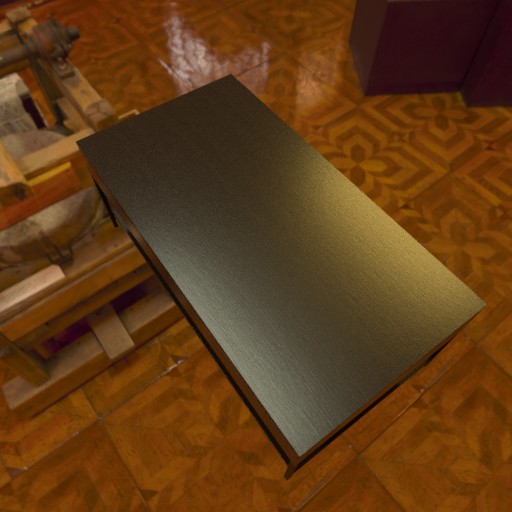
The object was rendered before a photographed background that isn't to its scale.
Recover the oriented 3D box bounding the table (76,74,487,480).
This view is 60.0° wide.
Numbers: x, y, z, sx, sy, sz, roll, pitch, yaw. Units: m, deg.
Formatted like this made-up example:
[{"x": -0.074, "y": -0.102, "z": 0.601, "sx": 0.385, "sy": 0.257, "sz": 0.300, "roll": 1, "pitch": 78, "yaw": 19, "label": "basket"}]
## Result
[{"x": 0.000, "y": 0.000, "z": 1.390, "sx": 0.574, "sy": 0.435, "sz": 1.095, "roll": -31, "pitch": 63, "yaw": -18, "label": "table"}]
